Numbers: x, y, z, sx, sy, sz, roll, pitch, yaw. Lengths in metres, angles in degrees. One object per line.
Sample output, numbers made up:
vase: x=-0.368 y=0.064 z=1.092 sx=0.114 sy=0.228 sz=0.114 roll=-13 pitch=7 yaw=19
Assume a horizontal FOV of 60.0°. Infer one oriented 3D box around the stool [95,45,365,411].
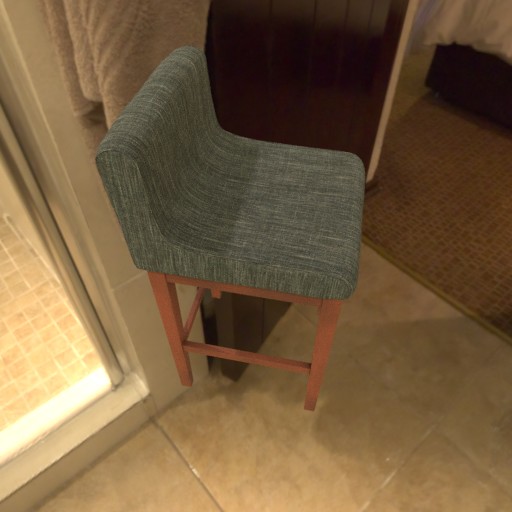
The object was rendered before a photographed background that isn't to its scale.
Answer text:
stool: x=0.000 y=0.000 z=1.085 sx=0.459 sy=0.835 sz=0.395 roll=9 pitch=48 yaw=8
